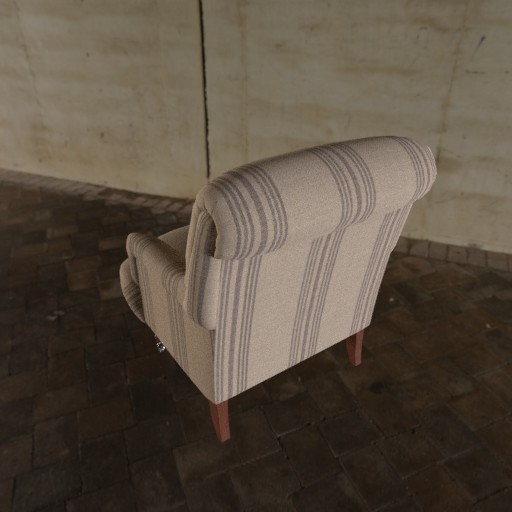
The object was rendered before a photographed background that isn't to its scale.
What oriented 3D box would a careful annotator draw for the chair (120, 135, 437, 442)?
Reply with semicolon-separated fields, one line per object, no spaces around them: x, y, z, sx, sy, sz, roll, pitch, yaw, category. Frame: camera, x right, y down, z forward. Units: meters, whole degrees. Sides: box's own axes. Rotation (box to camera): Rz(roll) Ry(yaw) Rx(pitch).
0.000;0.000;1.607;0.813;0.940;0.914;-19;34;-30;chair
